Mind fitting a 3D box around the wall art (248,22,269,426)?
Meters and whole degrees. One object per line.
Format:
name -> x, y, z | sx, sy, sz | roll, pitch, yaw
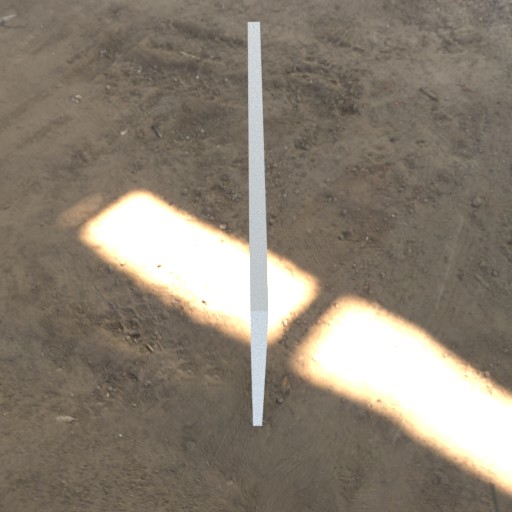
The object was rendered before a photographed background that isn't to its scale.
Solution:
wall art -> 0.000, 0.000, 1.110 | 0.026, 0.811, 0.661 | -1, 59, 0
